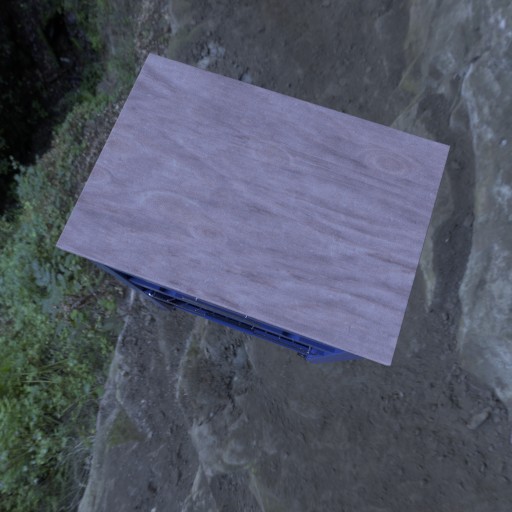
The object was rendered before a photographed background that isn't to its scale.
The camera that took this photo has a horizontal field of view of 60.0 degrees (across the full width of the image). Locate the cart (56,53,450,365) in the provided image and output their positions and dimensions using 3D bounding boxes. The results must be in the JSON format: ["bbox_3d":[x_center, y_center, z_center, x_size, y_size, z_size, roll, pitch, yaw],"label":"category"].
[{"bbox_3d":[0.000,0.000,1.163,0.584,0.839,0.403,19,76,5],"label":"cart"}]
